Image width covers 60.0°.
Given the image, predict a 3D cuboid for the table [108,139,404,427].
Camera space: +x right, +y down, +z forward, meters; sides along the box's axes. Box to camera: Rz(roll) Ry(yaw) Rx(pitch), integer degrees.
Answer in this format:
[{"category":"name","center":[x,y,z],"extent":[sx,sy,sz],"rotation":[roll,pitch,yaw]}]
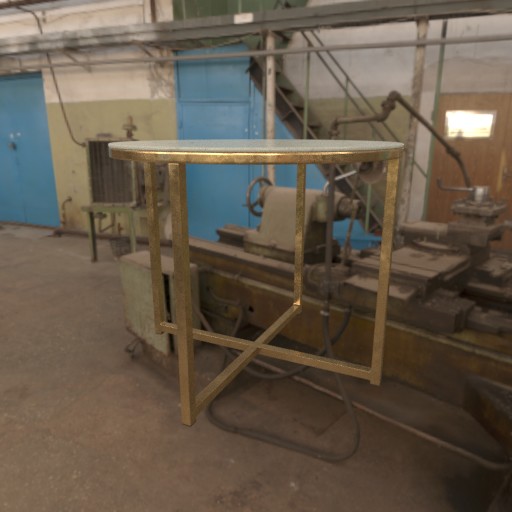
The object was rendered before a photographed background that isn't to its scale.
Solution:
[{"category":"table","center":[0.000,0.000,0.845],"extent":[0.500,0.420,0.500],"rotation":[0,16,0]}]
